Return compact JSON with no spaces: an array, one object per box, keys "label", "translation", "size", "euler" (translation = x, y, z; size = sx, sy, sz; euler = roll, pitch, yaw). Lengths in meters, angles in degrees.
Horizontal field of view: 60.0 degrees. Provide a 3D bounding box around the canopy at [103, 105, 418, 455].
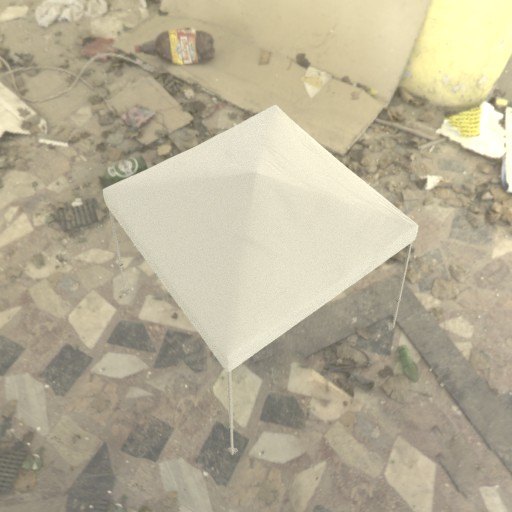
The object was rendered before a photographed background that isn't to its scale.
[{"label":"canopy","translation":[0.000,0.000,6.755],"size":[3.599,3.600,3.600],"euler":[-32,62,-19]}]
